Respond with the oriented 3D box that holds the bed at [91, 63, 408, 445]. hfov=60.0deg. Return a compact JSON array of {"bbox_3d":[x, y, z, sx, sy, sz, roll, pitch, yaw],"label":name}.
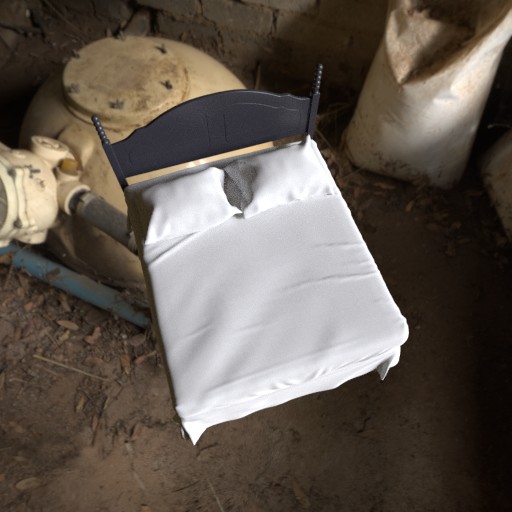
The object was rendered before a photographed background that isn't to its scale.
[{"bbox_3d":[0.000,0.000,3.210,1.873,1.356,2.040,-16,64,-8],"label":"bed"}]
